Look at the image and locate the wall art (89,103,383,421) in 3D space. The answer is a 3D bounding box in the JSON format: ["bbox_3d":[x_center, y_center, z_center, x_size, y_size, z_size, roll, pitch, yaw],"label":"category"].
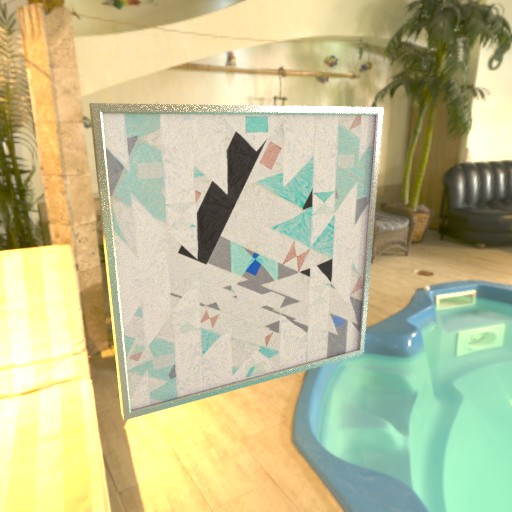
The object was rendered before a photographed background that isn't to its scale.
[{"bbox_3d":[0.000,0.000,1.256,0.806,0.806,0.038,-8,19,-25],"label":"wall art"}]
